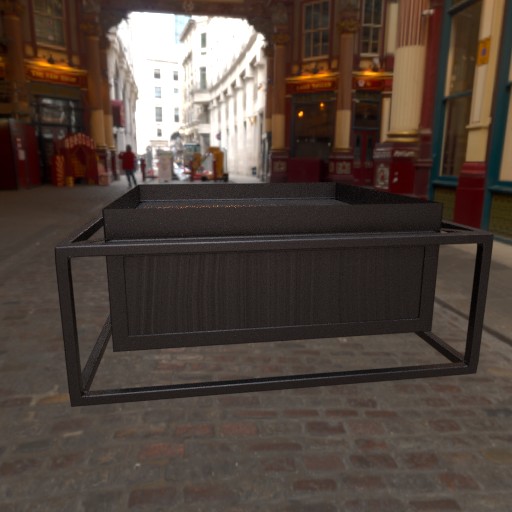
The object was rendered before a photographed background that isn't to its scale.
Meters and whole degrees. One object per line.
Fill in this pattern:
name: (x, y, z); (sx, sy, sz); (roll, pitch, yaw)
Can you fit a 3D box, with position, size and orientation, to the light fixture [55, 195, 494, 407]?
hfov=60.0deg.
light fixture: (0.000, 0.000, 0.663); (0.441, 0.191, 0.441); (-2, 13, -9)
